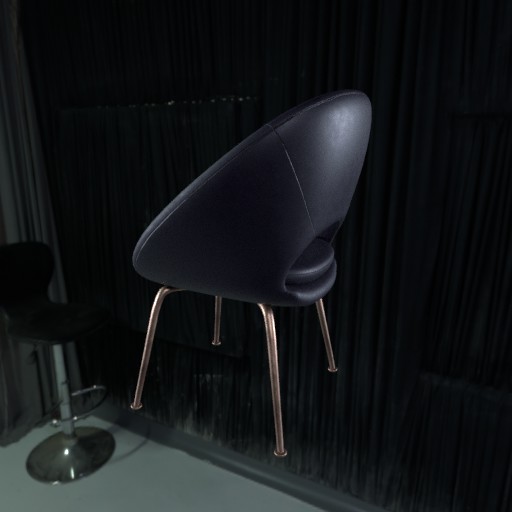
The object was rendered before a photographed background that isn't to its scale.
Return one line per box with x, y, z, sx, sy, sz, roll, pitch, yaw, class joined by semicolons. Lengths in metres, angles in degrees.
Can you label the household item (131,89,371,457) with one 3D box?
0.000;0.000;1.246;0.573;0.852;0.623;7;17;25;household item
